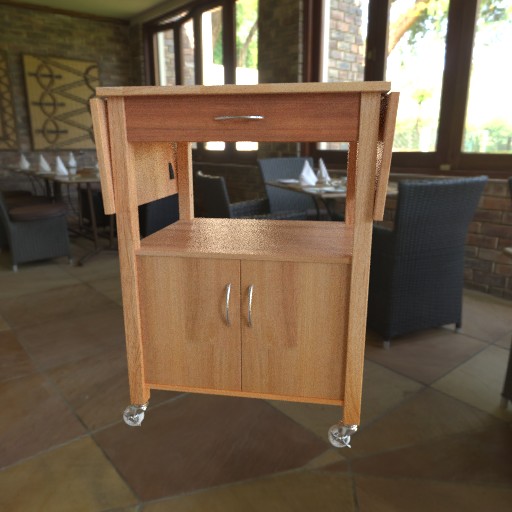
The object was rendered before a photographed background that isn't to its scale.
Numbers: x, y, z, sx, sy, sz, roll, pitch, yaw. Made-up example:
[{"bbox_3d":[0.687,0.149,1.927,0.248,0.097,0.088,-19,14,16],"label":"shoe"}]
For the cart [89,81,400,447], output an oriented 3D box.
[{"bbox_3d":[0.000,0.000,1.234,0.640,0.838,0.508,2,14,9],"label":"cart"}]
